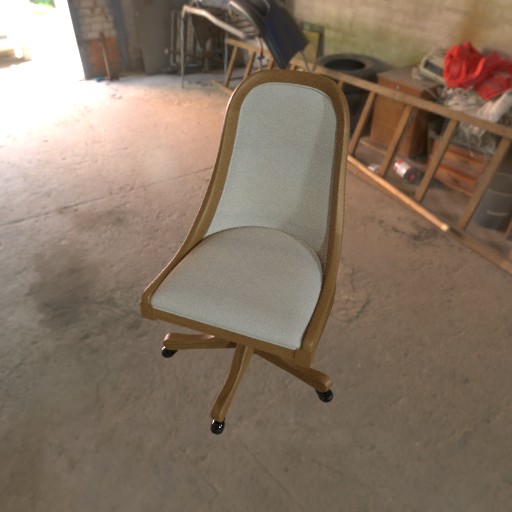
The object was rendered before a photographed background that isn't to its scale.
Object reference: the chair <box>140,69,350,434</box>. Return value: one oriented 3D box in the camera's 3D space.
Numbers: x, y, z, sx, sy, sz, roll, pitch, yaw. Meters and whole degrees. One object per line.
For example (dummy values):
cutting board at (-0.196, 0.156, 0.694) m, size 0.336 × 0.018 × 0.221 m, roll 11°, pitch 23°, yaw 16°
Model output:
chair at (0.000, 0.000, 1.519) m, size 0.702 × 1.009 × 0.811 m, roll 14°, pitch 41°, yaw 16°
